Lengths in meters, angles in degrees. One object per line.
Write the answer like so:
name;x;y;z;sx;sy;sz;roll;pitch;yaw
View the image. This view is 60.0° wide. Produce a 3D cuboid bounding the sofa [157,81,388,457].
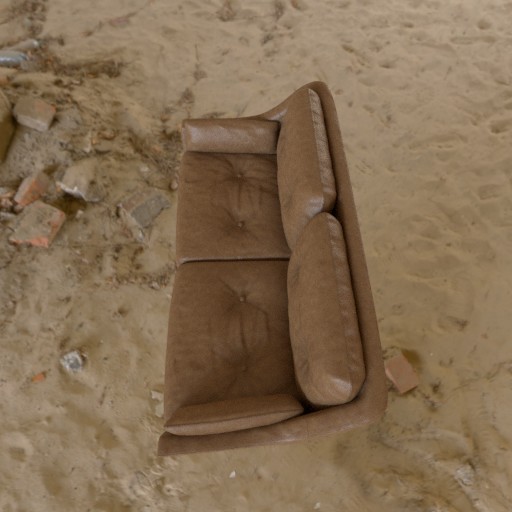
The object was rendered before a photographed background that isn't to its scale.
sofa;0.000;0.000;2.298;0.904;0.839;1.902;-2;59;-1
